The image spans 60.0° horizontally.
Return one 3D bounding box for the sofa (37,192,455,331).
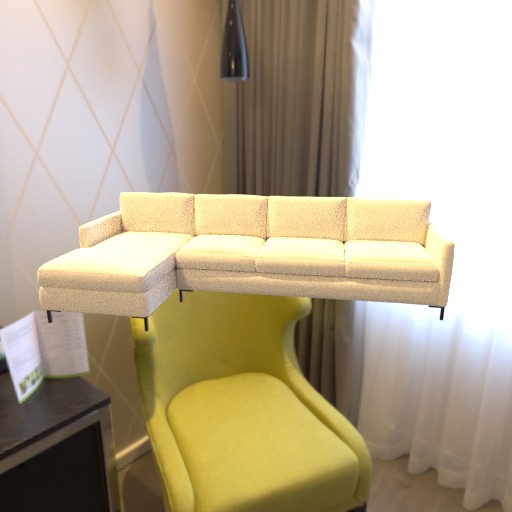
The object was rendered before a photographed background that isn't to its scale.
[{"bbox_3d":[0.000,0.000,3.790,3.186,0.875,1.467,3,17,9],"label":"sofa"}]
